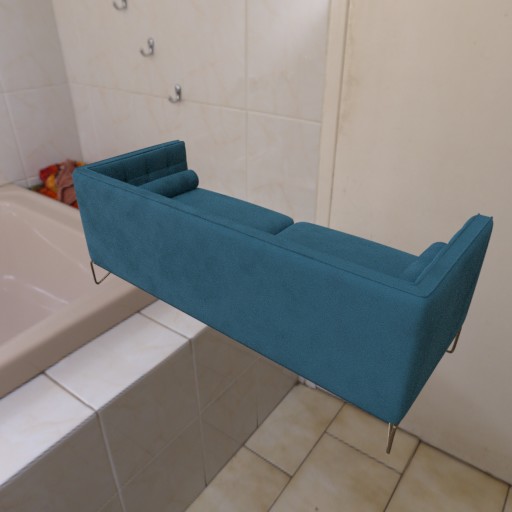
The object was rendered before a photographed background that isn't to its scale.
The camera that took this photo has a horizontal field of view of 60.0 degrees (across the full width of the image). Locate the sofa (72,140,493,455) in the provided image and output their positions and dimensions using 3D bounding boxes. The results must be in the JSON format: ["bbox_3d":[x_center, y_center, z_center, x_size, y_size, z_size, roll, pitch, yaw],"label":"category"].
[{"bbox_3d":[0.000,0.000,2.438,2.087,0.789,0.867,22,36,33],"label":"sofa"}]
